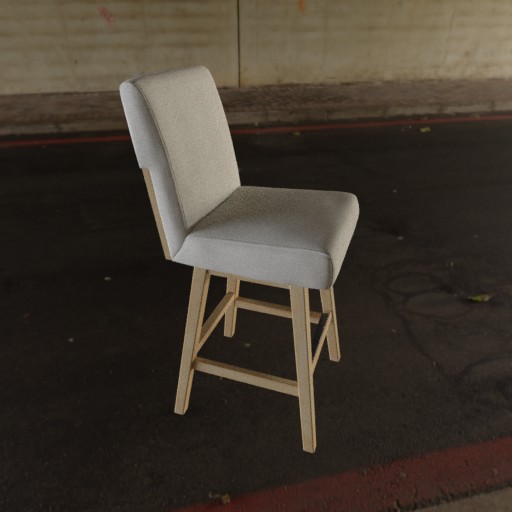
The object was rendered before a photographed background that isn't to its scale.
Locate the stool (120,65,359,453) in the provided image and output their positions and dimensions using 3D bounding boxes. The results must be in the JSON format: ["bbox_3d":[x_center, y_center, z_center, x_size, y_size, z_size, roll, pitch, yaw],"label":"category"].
[{"bbox_3d":[0.000,0.000,1.325,0.543,1.015,0.446,10,30,17],"label":"stool"}]
